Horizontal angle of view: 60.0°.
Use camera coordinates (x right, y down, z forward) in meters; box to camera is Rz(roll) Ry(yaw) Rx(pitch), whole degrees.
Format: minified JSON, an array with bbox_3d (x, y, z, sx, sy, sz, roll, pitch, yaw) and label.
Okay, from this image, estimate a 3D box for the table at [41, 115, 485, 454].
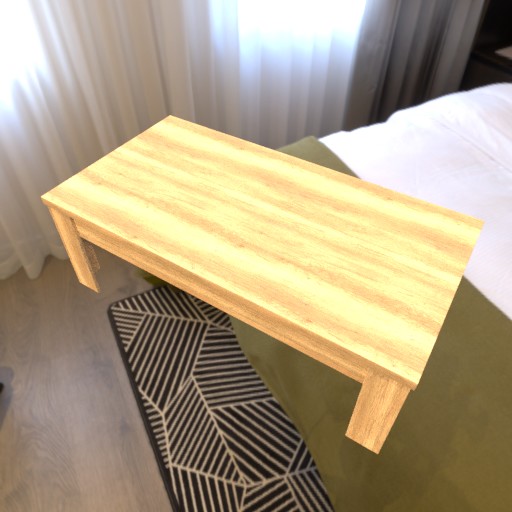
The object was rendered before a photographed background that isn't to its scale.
[{"bbox_3d":[0.000,0.000,1.675,1.350,0.460,0.700,24,50,22],"label":"table"}]
